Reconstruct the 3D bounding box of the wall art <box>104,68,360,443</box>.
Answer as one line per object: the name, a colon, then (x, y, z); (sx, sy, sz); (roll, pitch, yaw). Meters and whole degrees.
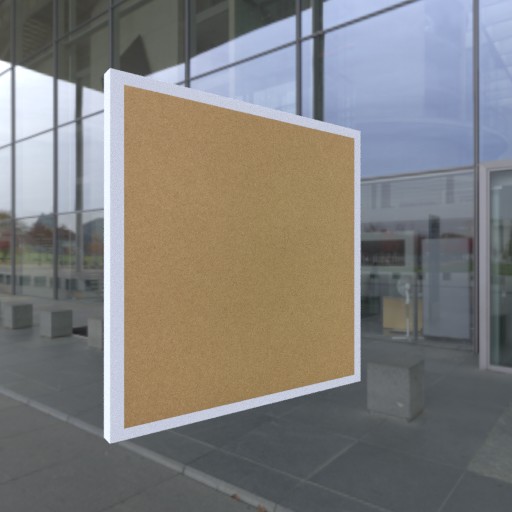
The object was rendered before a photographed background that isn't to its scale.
wall art: (0.000, 0.000, 1.139); (0.763, 0.761, 0.038); (0, 0, -36)
